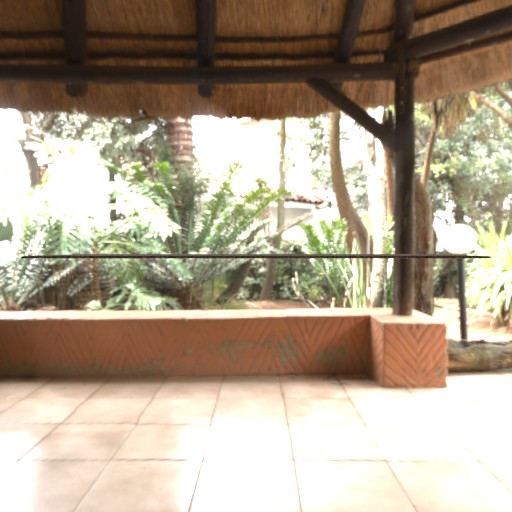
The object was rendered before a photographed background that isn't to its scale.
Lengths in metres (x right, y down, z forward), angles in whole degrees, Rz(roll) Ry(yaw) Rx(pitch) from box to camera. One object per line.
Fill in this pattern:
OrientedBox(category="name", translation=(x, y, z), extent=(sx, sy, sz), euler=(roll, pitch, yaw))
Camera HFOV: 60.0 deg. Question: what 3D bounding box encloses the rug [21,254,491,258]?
OrientedBox(category="rug", translation=(0.000, 0.000, 2.507), extent=(2.305, 0.013, 0.719), euler=(0, 1, 0))
